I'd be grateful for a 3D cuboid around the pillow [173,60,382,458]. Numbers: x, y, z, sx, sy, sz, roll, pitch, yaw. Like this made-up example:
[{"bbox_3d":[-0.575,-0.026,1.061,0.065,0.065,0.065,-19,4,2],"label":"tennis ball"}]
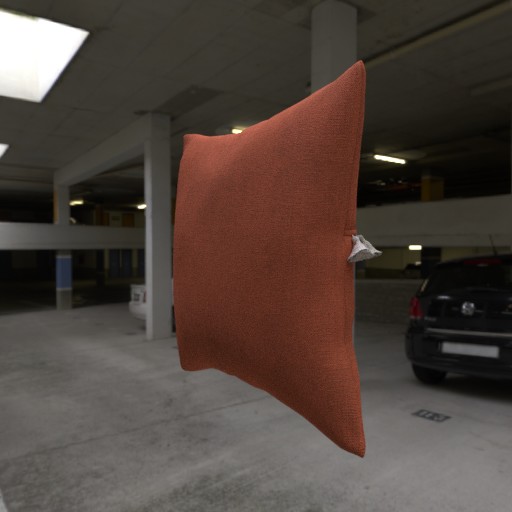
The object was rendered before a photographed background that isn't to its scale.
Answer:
[{"bbox_3d":[0.000,0.000,0.736,0.165,0.482,0.490,-1,2,-36],"label":"pillow"}]
